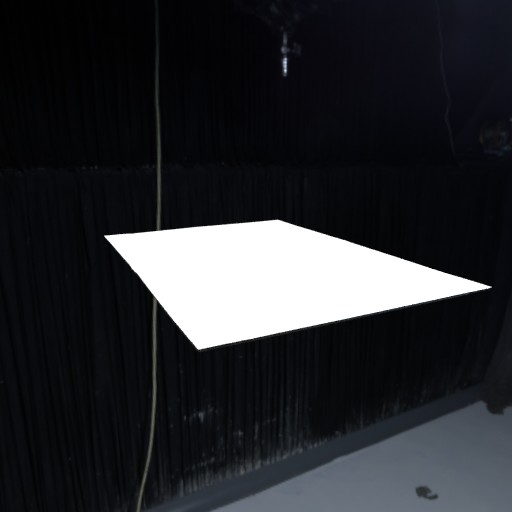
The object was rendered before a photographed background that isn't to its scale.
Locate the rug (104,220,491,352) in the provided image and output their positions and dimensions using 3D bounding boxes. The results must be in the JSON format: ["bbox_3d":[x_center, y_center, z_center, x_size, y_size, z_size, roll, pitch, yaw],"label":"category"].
[{"bbox_3d":[0.000,0.000,3.705,2.032,0.038,2.869,-7,16,-26],"label":"rug"}]
